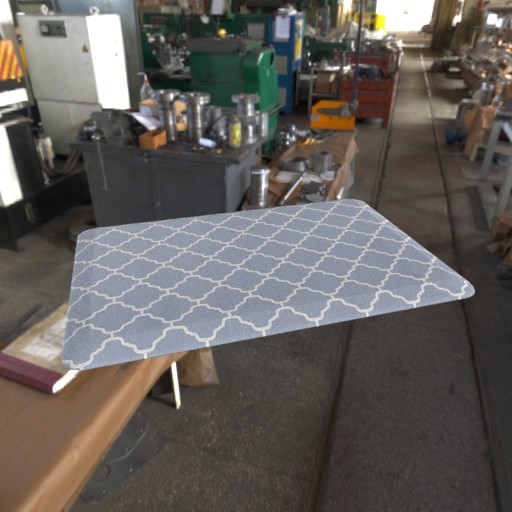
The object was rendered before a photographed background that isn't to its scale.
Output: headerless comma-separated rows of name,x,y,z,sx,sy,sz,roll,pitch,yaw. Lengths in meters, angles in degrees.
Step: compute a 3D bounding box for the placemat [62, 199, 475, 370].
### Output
placemat,0.000,0.000,0.967,0.762,0.021,0.508,-8,30,-14
